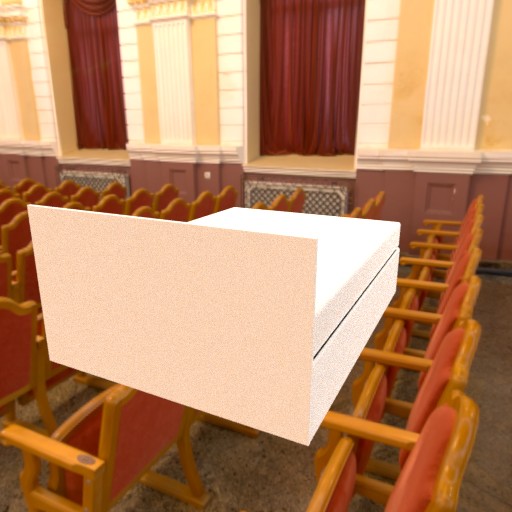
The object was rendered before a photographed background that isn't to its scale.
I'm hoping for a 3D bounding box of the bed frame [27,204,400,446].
[{"bbox_3d":[0.000,0.000,2.662,1.400,0.800,1.900,8,18,26],"label":"bed frame"}]
